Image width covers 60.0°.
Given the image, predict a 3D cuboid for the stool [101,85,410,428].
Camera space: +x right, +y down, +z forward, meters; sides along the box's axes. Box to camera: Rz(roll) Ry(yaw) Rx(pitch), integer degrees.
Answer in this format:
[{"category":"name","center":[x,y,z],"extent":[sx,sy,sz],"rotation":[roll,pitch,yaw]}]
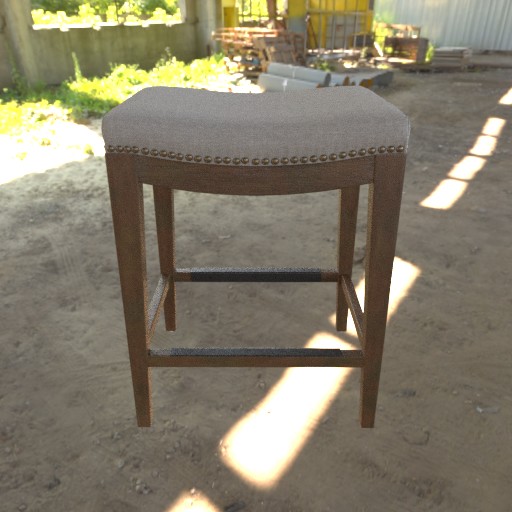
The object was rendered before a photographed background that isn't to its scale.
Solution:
[{"category":"stool","center":[0.000,0.000,0.955],"extent":[0.508,0.660,0.356],"rotation":[0,28,0]}]
